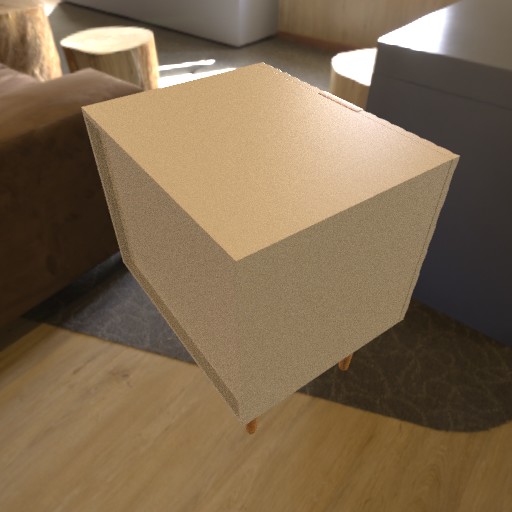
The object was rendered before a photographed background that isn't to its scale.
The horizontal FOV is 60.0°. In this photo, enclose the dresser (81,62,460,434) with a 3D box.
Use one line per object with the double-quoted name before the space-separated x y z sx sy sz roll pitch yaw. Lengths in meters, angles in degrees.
"dresser" 0.000 0.000 0.923 0.414 0.568 0.503 -26 48 -26
